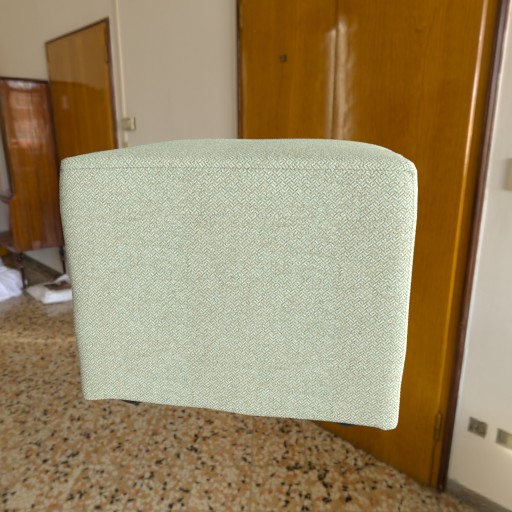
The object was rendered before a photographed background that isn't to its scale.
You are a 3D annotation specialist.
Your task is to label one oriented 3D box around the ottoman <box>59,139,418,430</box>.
[{"bbox_3d":[0.000,0.000,0.886,0.521,0.453,0.512,3,15,10],"label":"ottoman"}]
